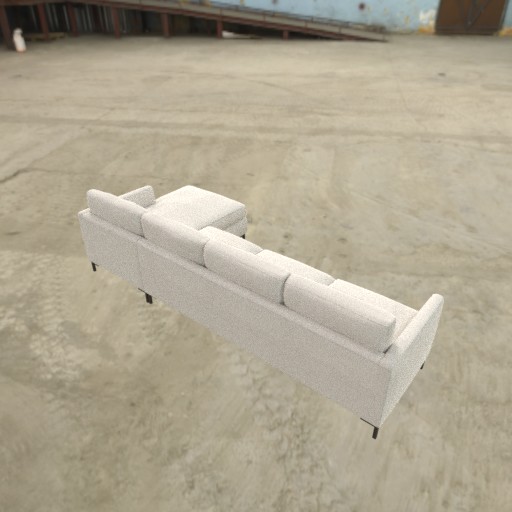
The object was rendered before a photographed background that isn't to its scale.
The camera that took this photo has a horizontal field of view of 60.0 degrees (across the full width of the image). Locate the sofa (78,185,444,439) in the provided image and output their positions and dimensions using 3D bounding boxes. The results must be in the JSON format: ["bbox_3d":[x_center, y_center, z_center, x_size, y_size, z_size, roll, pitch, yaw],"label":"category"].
[{"bbox_3d":[0.000,0.000,2.987,2.445,0.677,1.126,23,38,32],"label":"sofa"}]
